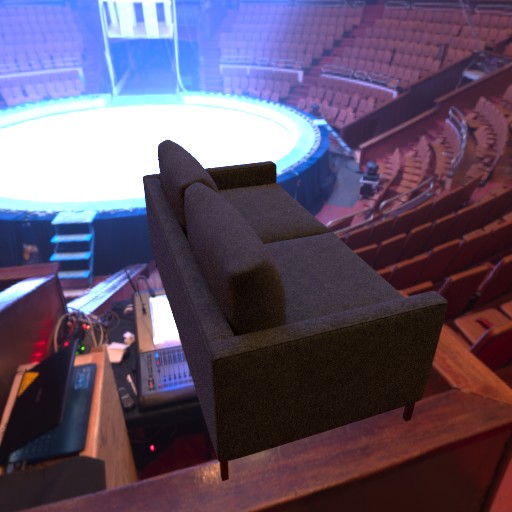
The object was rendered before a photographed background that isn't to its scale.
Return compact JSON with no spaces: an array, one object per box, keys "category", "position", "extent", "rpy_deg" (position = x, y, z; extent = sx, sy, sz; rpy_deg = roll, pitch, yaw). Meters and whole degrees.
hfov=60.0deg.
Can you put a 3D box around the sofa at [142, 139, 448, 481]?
[{"category":"sofa","position":[0.000,0.000,2.195],"extent":[0.866,0.862,1.716],"rpy_deg":[-10,31,-17]}]
